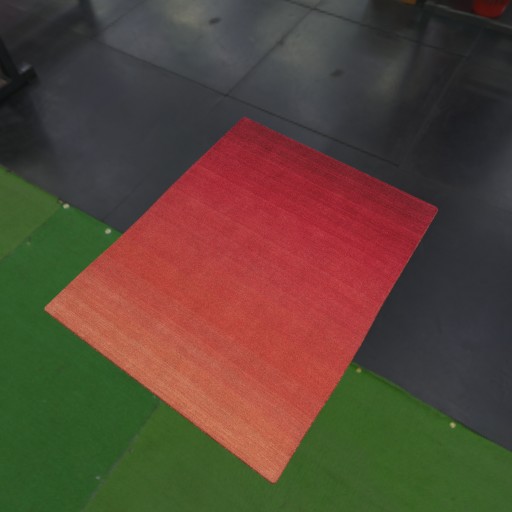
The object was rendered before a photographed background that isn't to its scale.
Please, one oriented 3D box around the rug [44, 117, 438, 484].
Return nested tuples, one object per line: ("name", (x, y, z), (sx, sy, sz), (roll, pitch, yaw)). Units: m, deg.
("rug", (0.000, 0.000, 4.000), (2.340, 0.028, 2.905), (30, 62, 18))
